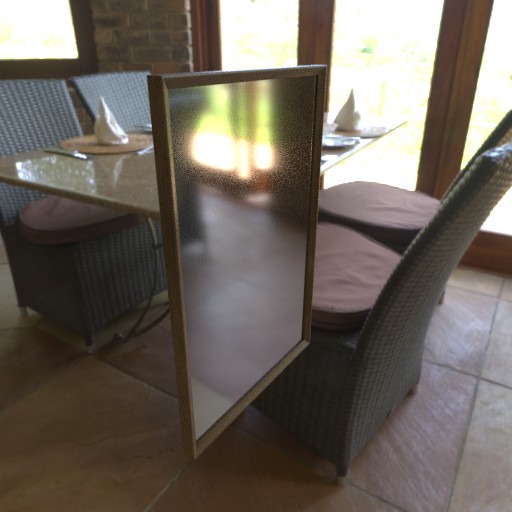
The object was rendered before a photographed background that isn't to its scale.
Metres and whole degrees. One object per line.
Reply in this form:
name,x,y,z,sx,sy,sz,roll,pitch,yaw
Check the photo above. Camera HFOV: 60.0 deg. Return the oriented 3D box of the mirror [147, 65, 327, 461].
mirror,0.000,0.000,1.175,0.041,0.915,0.609,17,30,31
